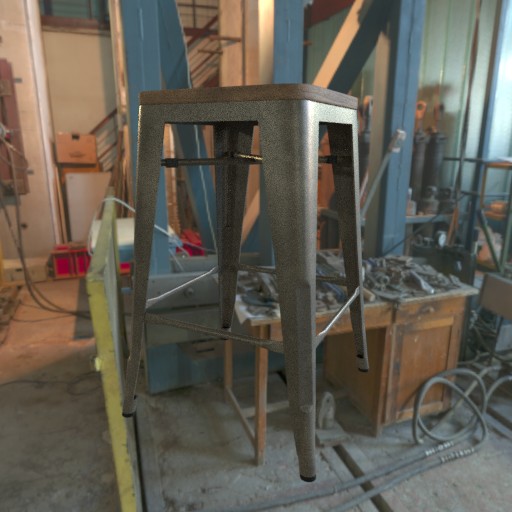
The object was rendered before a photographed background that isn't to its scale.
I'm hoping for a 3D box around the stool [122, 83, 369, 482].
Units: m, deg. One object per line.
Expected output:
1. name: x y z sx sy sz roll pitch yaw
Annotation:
1. stool: 0.000 0.000 0.891 0.407 0.607 0.407 7 17 25
